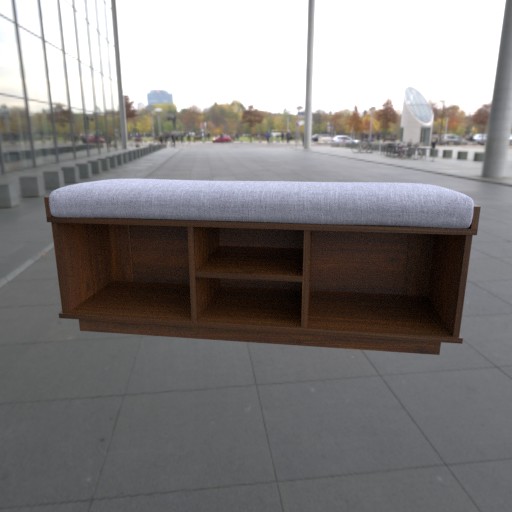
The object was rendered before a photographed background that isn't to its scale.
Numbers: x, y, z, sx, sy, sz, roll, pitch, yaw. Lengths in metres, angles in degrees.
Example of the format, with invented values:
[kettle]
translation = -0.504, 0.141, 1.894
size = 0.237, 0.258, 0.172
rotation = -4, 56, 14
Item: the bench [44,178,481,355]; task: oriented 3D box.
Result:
[bench]
translation = 0.000, 0.000, 1.415
size = 1.196, 0.468, 0.367
rotation = 2, 16, 8
